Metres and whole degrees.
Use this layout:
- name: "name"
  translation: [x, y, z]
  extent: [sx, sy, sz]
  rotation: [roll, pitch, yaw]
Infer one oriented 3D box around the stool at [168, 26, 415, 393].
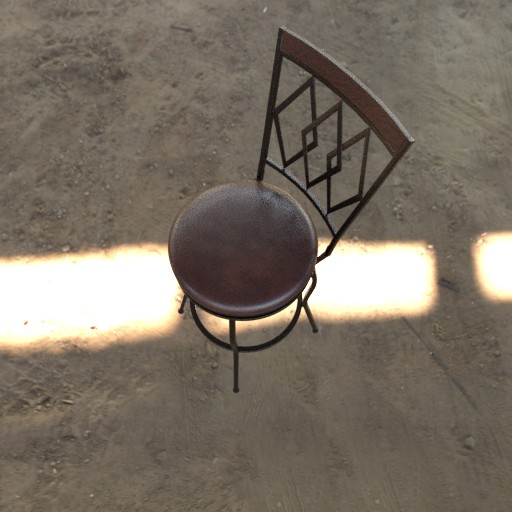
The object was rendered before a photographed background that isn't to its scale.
- name: "stool"
  translation: [0.000, 0.000, 1.376]
  extent: [0.521, 1.134, 0.432]
  rotation: [-34, 68, -15]
